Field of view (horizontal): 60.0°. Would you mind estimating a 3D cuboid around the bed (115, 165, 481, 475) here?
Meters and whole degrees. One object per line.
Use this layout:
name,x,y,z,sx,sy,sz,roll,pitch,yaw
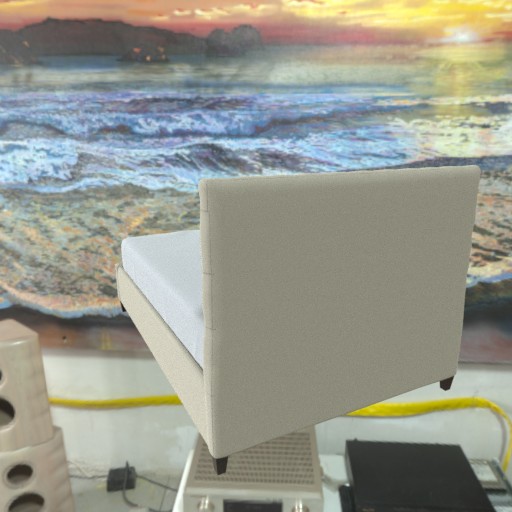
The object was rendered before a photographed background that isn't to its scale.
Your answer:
bed,0.000,0.000,3.321,1.698,1.427,2.387,-8,18,-26
